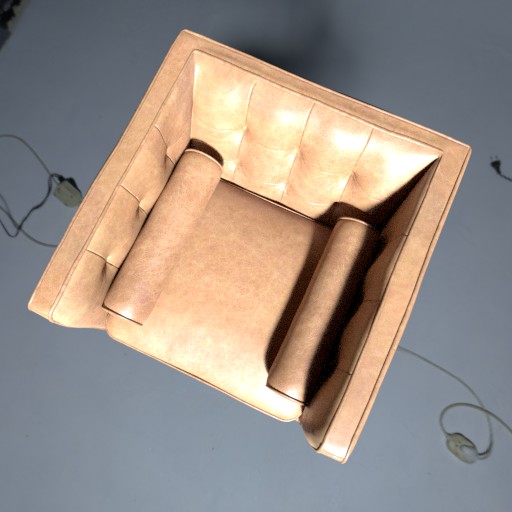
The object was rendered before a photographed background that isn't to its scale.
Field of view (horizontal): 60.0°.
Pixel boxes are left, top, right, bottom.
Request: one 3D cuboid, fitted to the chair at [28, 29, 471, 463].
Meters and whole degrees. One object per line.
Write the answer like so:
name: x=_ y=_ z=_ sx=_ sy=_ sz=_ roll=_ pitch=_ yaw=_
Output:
chair: x=0.000 y=0.000 z=1.534 sx=0.920 sy=0.797 sz=0.912 roll=24 pitch=79 yaw=5
